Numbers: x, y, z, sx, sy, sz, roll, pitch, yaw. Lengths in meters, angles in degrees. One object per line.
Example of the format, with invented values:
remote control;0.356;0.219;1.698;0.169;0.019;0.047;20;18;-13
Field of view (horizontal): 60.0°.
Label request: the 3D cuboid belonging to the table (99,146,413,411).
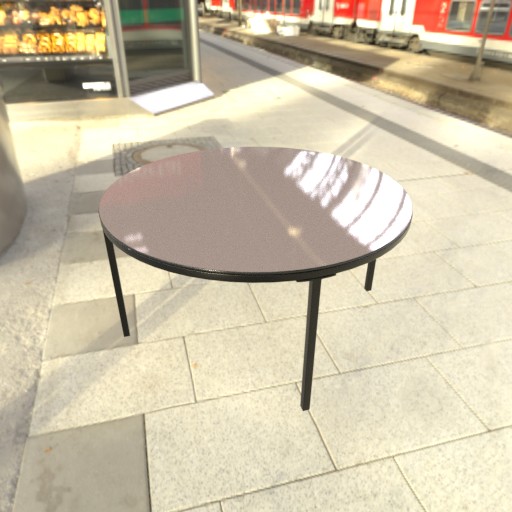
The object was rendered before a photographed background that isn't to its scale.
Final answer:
table;0.000;0.000;1.278;0.800;0.400;0.800;0;31;0
